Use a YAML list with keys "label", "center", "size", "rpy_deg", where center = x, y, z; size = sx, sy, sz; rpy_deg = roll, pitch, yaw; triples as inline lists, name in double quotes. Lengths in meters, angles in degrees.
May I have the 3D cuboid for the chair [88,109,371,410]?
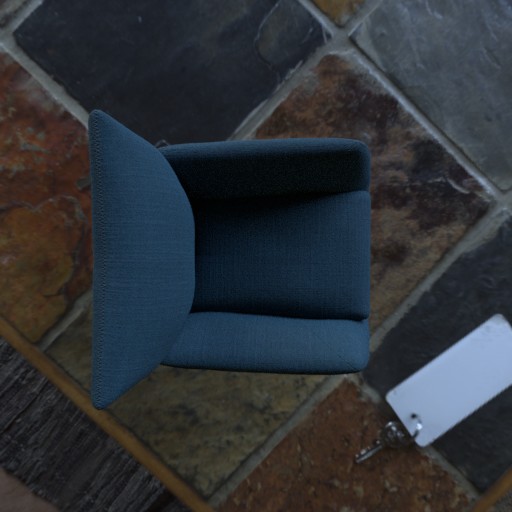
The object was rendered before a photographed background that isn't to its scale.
- label: "chair"
  center: [0.000, 0.000, 1.402]
  size: [0.769, 0.859, 0.678]
  rpy_deg: [0, 92, 0]
